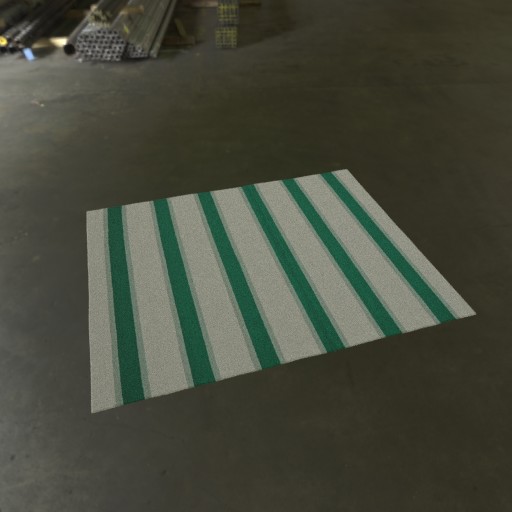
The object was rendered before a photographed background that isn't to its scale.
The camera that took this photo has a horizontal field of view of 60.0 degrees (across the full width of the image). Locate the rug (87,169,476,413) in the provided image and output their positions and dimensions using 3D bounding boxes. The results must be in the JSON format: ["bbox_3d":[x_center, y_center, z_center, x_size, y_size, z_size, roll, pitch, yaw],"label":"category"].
[{"bbox_3d":[0.000,0.000,4.176,3.041,0.019,2.434,-11,42,-13],"label":"rug"}]
